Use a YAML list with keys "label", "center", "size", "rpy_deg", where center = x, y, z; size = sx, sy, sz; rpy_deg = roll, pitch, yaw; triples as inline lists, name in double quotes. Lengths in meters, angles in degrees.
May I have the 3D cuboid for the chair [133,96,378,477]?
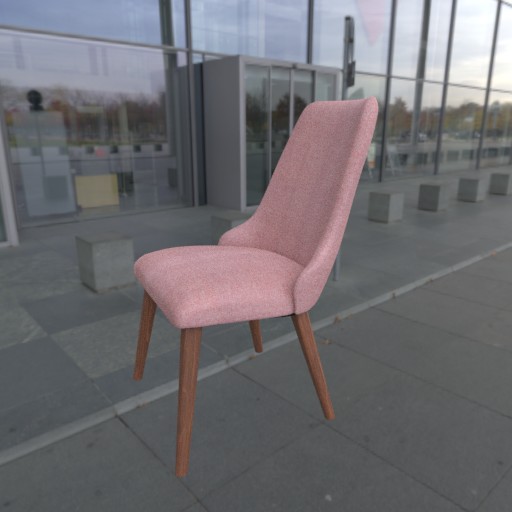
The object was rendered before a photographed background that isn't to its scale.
- label: "chair"
  center: [0.000, 0.000, 1.345]
  size: [0.707, 0.918, 0.535]
  rpy_deg: [-8, 18, -25]
